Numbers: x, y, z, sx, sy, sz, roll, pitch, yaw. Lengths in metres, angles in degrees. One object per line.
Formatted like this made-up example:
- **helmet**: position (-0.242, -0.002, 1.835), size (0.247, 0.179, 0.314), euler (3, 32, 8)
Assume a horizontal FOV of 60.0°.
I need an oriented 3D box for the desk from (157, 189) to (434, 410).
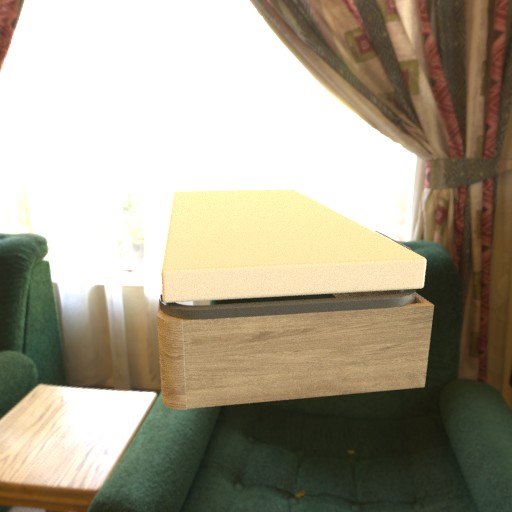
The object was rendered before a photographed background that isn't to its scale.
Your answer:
- **desk**: position (0.000, 0.000, 2.303), size (0.900, 0.455, 1.900), euler (-2, 16, -9)
